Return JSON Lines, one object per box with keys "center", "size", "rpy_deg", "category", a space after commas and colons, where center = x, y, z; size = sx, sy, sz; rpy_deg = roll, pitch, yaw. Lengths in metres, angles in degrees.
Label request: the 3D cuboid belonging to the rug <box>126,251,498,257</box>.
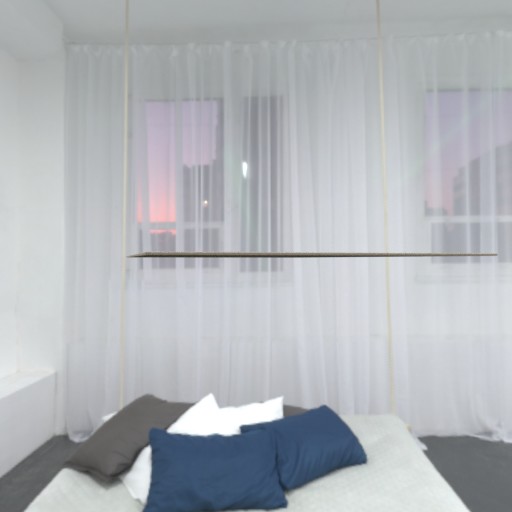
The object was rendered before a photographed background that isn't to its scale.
{"center": [0.000, 0.000, 2.813], "size": [1.524, 0.011, 2.286], "rpy_deg": [0, 0, -18], "category": "rug"}
